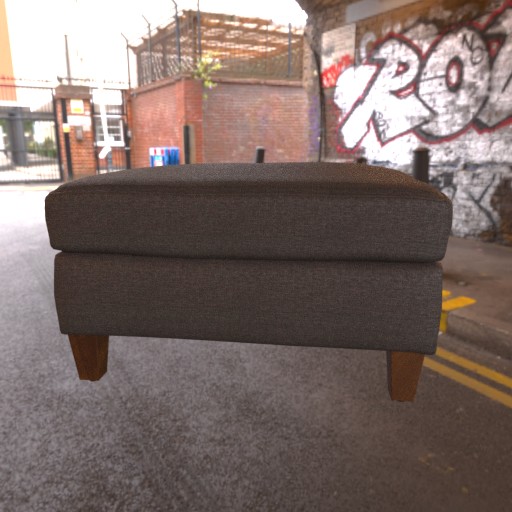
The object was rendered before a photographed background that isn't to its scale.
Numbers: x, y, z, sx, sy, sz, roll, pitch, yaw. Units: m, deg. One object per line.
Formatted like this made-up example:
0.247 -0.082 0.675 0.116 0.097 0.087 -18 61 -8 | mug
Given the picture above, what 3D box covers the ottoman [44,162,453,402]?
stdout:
0.000 0.000 1.190 0.826 0.496 0.639 2 14 7 | ottoman
